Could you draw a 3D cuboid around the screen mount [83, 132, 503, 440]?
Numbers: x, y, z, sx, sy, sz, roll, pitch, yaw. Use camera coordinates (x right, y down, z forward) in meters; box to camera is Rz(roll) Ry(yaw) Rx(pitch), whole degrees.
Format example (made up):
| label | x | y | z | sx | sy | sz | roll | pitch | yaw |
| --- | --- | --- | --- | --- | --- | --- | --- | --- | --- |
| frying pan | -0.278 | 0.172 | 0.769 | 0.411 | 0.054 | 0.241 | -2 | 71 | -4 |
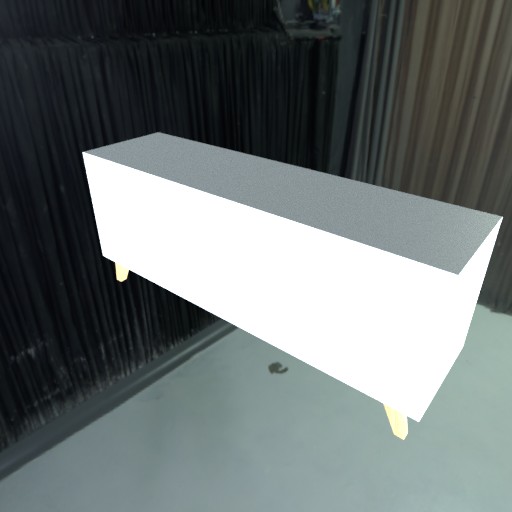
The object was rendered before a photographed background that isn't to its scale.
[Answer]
| label | x | y | z | sx | sy | sz | roll | pitch | yaw |
| --- | --- | --- | --- | --- | --- | --- | --- | --- | --- |
| screen mount | 0.000 | 0.000 | 1.692 | 1.490 | 0.619 | 0.400 | 22 | 37 | 33 |
